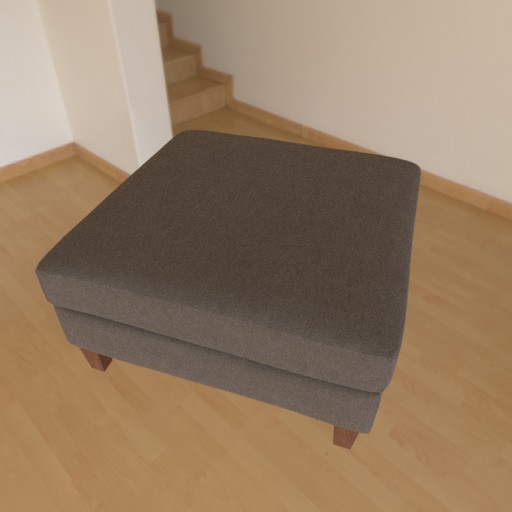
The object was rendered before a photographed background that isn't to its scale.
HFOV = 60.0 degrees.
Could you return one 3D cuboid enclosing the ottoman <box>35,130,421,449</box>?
[{"bbox_3d":[0.000,0.000,1.387,0.881,0.482,0.861,12,42,14],"label":"ottoman"}]
